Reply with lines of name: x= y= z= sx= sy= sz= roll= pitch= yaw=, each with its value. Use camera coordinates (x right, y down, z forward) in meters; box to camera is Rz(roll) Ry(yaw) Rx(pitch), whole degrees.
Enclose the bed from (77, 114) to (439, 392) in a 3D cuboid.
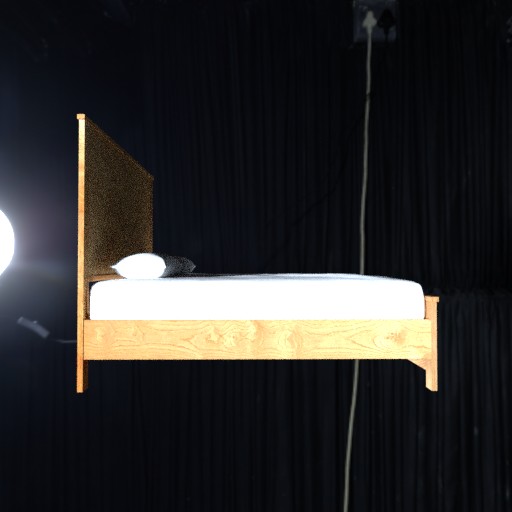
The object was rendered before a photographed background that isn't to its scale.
bed: x=0.000 y=0.000 z=3.660 sx=2.201 sy=1.686 sz=1.936 roll=0 pitch=-1 yaw=-1
